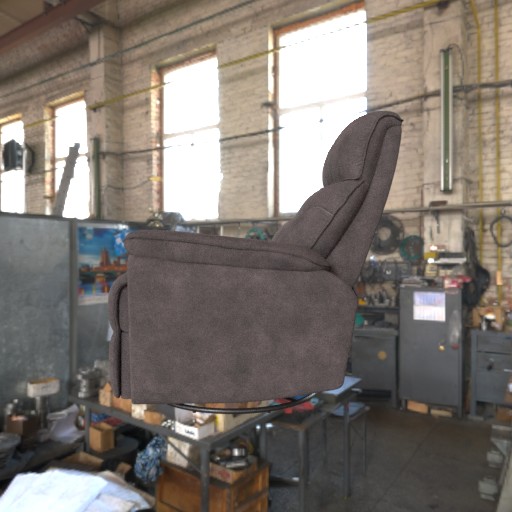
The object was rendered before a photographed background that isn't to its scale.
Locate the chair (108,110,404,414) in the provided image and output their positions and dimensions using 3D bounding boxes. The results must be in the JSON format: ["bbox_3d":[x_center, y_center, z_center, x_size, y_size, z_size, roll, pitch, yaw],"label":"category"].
[{"bbox_3d":[0.000,0.000,1.758,1.009,1.035,0.830,0,0,0],"label":"chair"}]
